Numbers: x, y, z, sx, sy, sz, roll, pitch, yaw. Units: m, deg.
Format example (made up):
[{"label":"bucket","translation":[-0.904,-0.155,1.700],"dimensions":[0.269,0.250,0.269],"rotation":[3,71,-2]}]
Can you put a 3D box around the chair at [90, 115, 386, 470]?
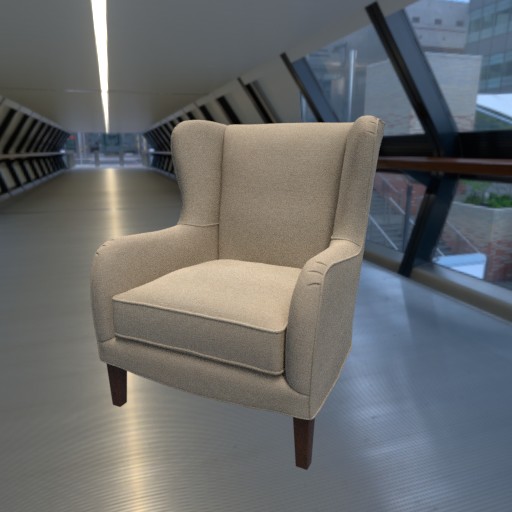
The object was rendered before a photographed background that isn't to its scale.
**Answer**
[{"label":"chair","translation":[0.000,0.000,1.721],"dimensions":[0.838,1.040,0.966],"rotation":[7,16,26]}]
